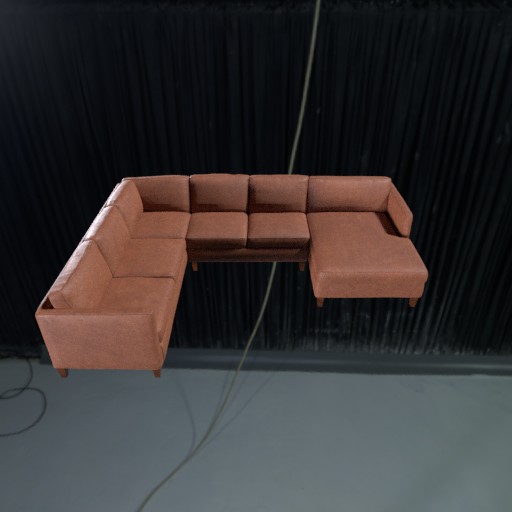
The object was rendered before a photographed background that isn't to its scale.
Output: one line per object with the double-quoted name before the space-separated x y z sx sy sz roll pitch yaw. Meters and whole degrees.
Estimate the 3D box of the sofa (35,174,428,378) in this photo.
"sofa" 0.000 0.000 4.626 3.460 0.923 2.593 0 33 0
